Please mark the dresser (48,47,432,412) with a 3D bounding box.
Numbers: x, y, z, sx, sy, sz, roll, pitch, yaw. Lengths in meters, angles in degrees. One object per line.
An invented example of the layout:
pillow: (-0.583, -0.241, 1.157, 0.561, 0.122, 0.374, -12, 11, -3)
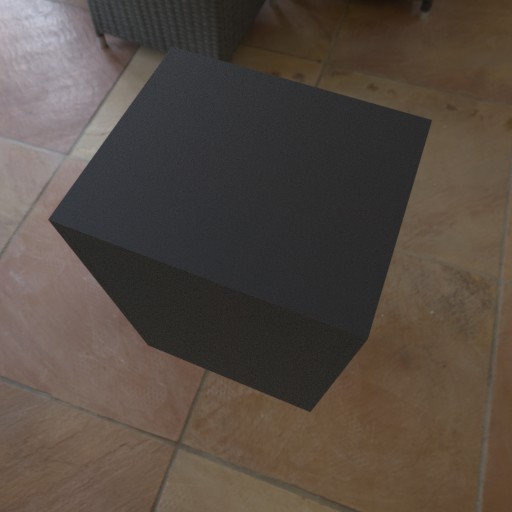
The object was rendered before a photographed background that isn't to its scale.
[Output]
dresser: (0.000, 0.000, 0.829, 0.400, 0.560, 0.360, 20, 65, 10)
